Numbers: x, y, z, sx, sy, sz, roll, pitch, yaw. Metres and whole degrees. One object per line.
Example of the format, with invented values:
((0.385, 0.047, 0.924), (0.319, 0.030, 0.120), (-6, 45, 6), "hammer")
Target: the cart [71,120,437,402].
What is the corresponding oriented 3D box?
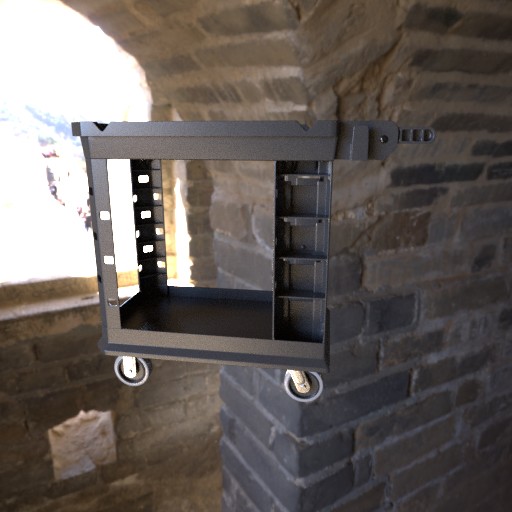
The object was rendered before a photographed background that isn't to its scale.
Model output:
((0.000, 0.000, 1.537), (1.061, 0.884, 0.497), (2, 16, 9), "cart")
